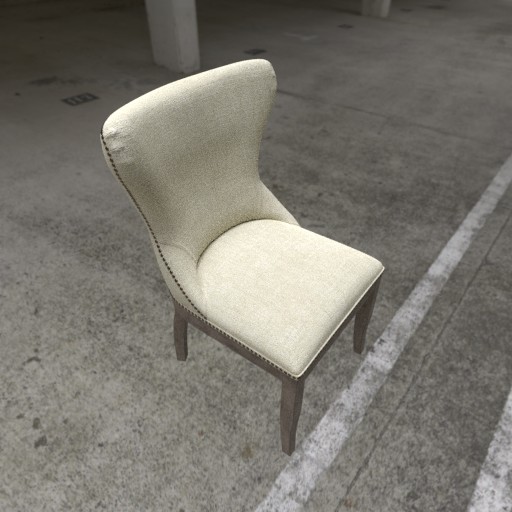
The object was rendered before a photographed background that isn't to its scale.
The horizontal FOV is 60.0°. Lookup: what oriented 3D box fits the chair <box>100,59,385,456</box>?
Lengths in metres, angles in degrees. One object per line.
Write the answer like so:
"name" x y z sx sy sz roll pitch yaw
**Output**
"chair" 0.000 0.000 1.425 0.681 1.002 0.654 26 47 27
